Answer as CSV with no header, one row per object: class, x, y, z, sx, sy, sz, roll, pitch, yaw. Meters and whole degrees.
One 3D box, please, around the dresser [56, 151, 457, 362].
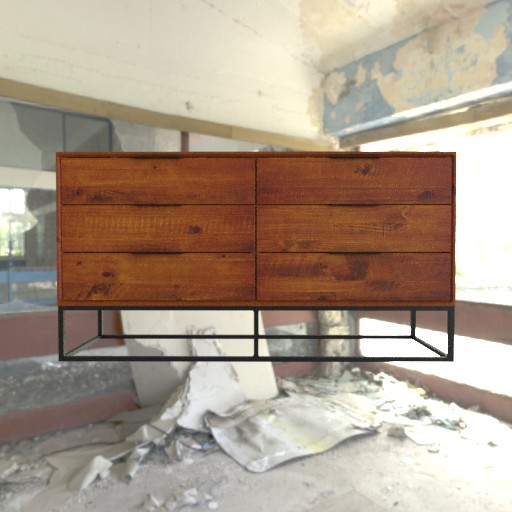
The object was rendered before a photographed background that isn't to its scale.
dresser,0.000,0.000,1.914,1.536,0.810,0.464,0,1,0
